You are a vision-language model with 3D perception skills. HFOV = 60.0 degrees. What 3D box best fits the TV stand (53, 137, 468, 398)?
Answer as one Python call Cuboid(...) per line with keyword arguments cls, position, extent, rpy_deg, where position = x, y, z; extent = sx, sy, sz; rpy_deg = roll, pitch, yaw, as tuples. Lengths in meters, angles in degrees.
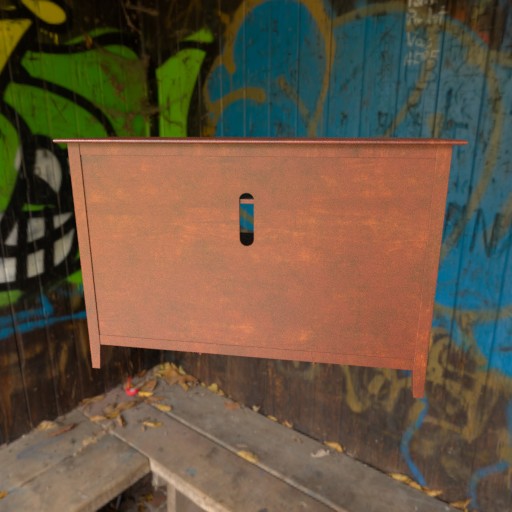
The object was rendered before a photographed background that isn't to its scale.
Cuboid(cls="TV stand", position=(0.000, 0.000, 1.779), extent=(1.372, 0.915, 0.445), rpy_deg=(3, 16, 9))
